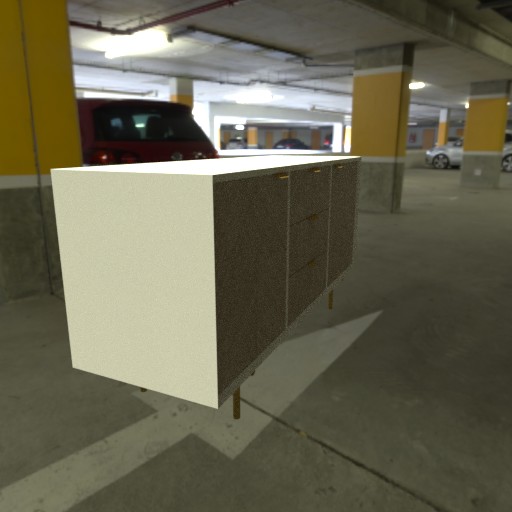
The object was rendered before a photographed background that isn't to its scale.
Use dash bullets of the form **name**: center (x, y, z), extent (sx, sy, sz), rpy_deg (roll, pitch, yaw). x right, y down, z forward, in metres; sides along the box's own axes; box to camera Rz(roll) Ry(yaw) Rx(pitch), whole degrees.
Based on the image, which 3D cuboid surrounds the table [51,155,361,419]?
- **table**: center (0.000, 0.000, 1.834), extent (0.508, 0.769, 1.500), rpy_deg (7, 16, 24)
